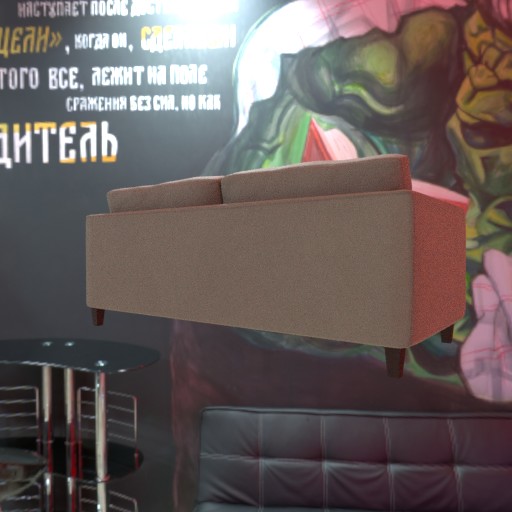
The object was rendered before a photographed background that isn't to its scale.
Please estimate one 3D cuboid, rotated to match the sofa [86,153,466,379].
[{"bbox_3d":[0.000,0.000,2.674,2.181,0.932,0.948,1,1,37],"label":"sofa"}]
